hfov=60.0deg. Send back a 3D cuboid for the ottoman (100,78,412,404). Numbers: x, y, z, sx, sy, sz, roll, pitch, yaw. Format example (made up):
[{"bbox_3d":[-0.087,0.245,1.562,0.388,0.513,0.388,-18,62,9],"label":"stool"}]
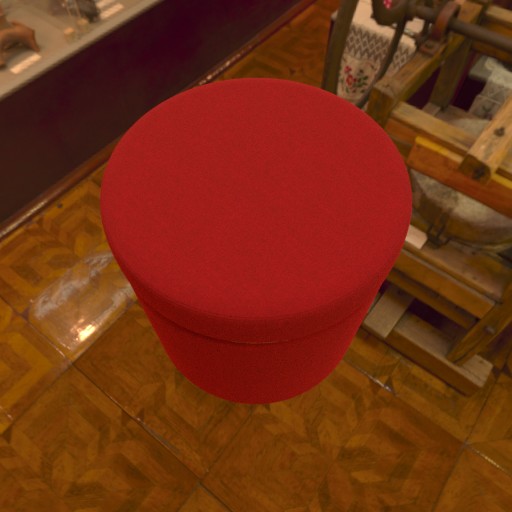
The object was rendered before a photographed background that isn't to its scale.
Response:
[{"bbox_3d":[0.000,0.000,0.733,0.400,0.406,0.400,0,59,0],"label":"ottoman"}]
